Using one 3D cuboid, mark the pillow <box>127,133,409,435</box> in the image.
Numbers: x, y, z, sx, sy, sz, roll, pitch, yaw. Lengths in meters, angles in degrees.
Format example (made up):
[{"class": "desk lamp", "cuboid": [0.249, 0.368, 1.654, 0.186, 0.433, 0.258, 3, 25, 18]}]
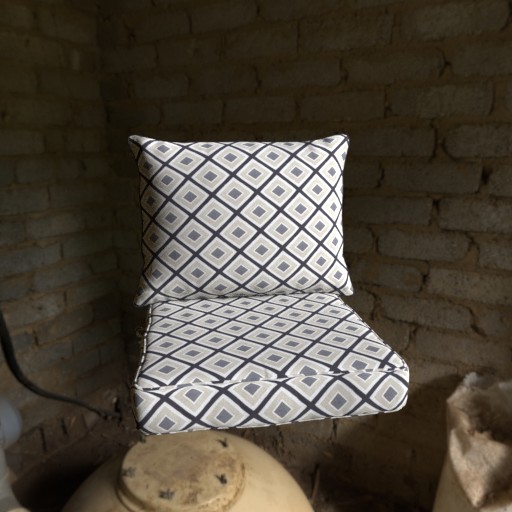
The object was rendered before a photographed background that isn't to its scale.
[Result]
[{"class": "pillow", "cuboid": [0.000, 0.000, 1.335, 0.798, 0.722, 0.733, -2, 15, -9]}]
